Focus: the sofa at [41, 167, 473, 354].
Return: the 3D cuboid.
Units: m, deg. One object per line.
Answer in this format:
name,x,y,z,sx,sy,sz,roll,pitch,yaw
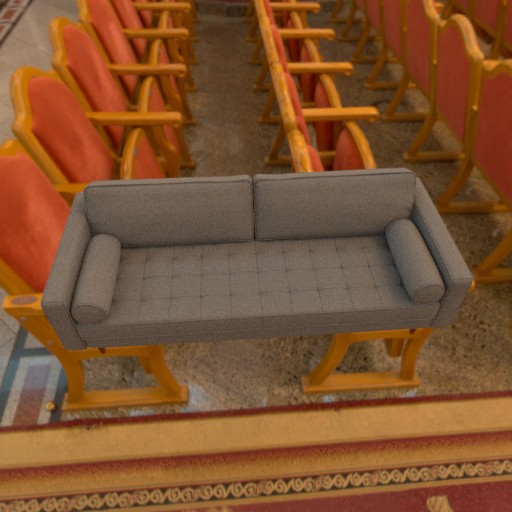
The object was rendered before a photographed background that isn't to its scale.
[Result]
sofa,0.000,0.000,2.650,2.198,0.762,0.914,-3,47,-3
